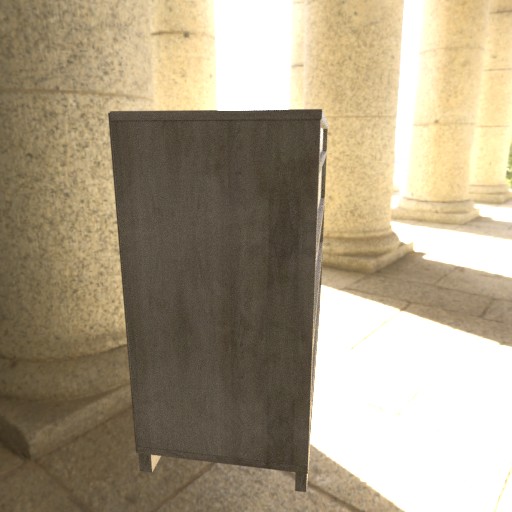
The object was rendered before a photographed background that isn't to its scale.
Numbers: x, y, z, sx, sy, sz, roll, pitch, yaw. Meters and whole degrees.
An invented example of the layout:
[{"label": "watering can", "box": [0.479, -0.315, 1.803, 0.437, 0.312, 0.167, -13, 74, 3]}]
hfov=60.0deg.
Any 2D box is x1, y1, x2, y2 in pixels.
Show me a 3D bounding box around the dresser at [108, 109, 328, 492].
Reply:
[{"label": "dresser", "box": [0.000, 0.000, 1.390, 0.404, 0.816, 0.994, 3, 15, 9]}]
